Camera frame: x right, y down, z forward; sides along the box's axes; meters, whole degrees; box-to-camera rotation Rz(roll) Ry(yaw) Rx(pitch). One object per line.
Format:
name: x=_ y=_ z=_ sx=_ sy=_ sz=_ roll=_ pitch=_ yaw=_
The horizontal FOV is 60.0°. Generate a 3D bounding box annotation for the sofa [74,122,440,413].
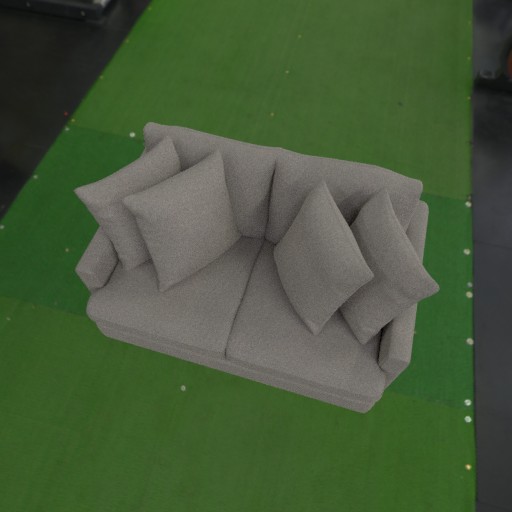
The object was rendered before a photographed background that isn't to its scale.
sofa: x=0.000 y=0.000 z=2.643 sx=1.869 sy=1.080 sz=1.228 roll=14 pitch=60 yaw=8
